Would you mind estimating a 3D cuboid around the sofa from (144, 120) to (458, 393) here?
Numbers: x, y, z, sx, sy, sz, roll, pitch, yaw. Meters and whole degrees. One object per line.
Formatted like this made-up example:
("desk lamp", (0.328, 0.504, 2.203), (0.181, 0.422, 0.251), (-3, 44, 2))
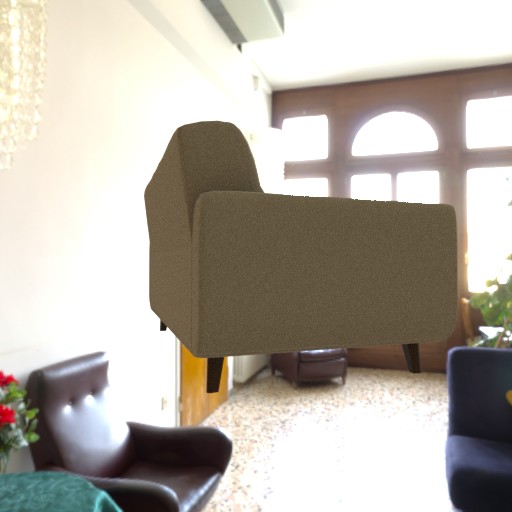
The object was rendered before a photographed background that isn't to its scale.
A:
("sofa", (0.000, 0.000, 2.189), (0.980, 0.892, 1.655), (0, -1, -18))
